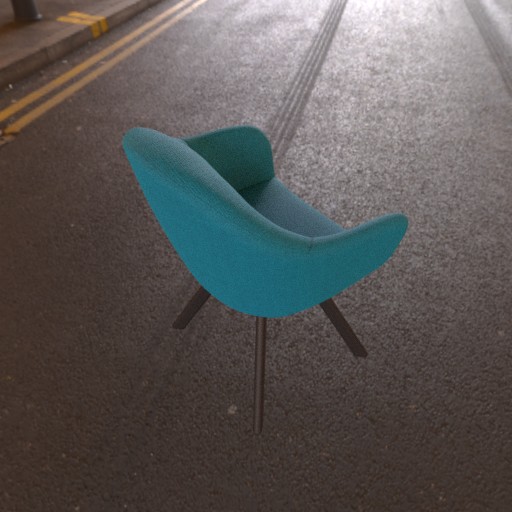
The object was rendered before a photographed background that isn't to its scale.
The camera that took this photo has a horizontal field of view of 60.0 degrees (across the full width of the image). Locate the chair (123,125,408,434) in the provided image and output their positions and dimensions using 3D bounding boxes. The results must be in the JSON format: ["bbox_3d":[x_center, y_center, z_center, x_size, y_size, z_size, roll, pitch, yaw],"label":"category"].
[{"bbox_3d":[0.000,0.000,1.198,0.550,0.795,0.590,-26,48,-27],"label":"chair"}]
